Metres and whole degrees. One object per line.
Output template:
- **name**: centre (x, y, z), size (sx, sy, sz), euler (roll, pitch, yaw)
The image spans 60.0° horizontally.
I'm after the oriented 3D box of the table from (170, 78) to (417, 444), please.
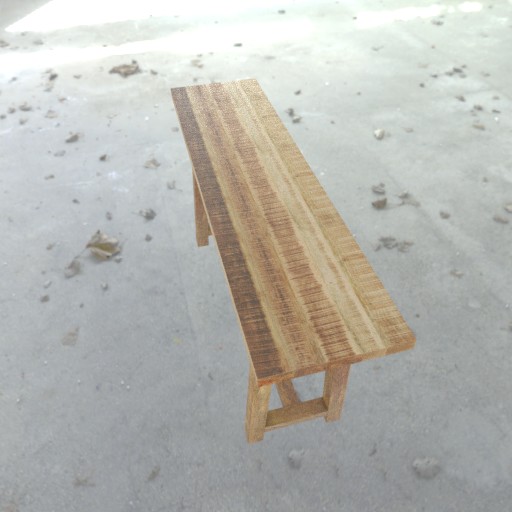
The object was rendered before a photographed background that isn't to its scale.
- **table**: centre (0.000, 0.000, 1.852), size (0.405, 0.810, 1.524), euler (-11, 47, -10)
